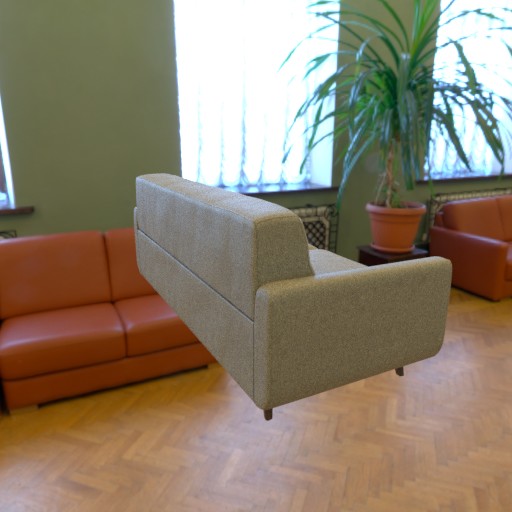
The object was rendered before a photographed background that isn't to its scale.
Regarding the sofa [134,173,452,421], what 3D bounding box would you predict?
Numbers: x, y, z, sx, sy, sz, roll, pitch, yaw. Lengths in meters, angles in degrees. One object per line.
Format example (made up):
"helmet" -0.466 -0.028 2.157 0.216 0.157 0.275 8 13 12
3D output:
"sofa" 0.000 0.000 2.626 0.968 0.873 2.055 -8 18 -26
